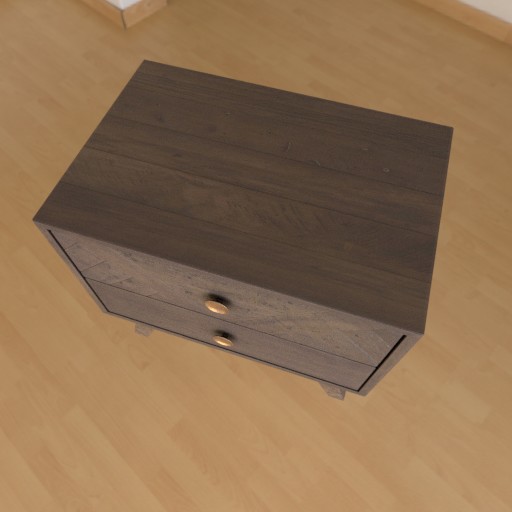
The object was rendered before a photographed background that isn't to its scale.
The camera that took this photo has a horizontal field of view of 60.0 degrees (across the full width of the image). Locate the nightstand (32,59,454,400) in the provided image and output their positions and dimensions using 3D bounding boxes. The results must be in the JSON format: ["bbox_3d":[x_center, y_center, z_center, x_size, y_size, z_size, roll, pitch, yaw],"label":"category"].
[{"bbox_3d":[0.000,0.000,1.050,0.650,0.599,0.450,16,61,9],"label":"nightstand"}]
